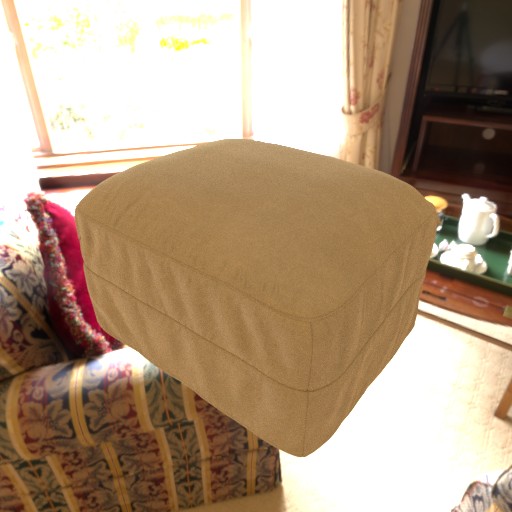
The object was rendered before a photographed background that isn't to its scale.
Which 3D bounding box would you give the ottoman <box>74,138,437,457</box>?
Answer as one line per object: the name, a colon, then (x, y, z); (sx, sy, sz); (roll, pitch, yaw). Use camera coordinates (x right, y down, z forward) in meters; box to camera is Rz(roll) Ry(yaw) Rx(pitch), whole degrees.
ottoman: (0.000, 0.000, 1.089); (0.712, 0.480, 0.584); (23, 39, 31)
